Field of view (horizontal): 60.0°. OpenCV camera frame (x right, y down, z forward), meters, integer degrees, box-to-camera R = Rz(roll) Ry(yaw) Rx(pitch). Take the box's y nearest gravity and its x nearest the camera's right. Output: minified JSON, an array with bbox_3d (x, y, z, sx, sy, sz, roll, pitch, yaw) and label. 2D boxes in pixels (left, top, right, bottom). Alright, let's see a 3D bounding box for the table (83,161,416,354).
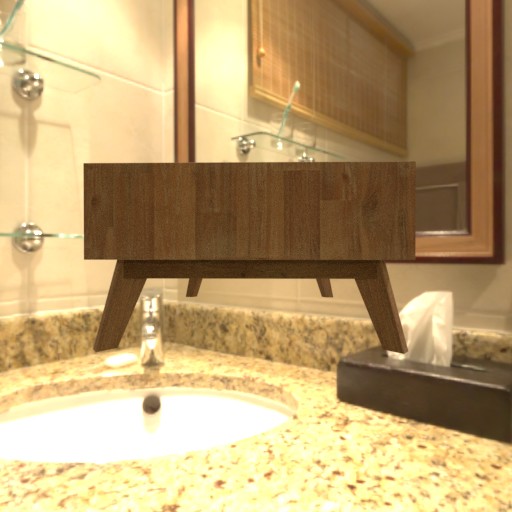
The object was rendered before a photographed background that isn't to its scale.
[{"bbox_3d":[0.000,0.000,2.018,0.918,0.531,1.619,0,1,2],"label":"table"}]
